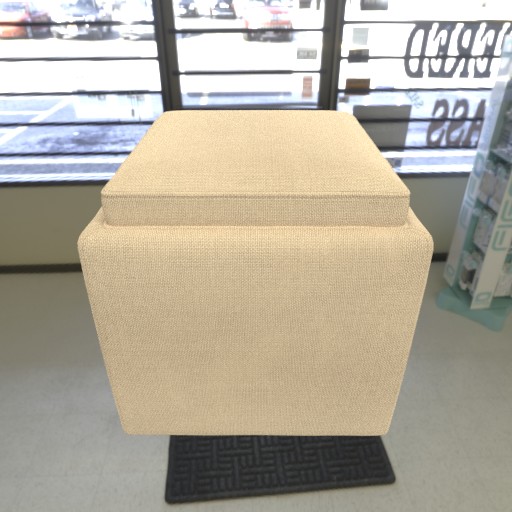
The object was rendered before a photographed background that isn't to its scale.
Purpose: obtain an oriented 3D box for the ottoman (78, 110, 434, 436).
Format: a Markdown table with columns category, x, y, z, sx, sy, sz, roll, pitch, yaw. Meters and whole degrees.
| category | x | y | z | sx | sy | sz | roll | pitch | yaw |
| --- | --- | --- | --- | --- | --- | --- | --- | --- | --- |
| ottoman | 0.000 | 0.000 | 0.799 | 0.450 | 0.460 | 0.451 | 0 | 31 | 0 |
